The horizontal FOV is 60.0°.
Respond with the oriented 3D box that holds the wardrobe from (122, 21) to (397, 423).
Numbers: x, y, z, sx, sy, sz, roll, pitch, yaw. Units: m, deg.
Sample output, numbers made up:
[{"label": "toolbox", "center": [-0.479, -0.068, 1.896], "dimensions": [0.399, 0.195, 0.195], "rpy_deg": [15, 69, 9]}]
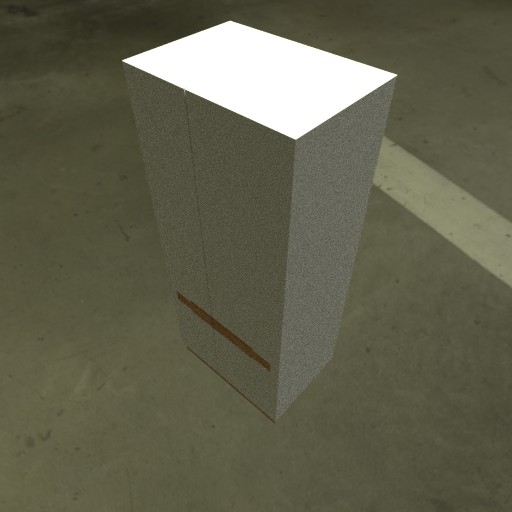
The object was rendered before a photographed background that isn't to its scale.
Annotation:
[{"label": "wardrobe", "center": [0.000, 0.000, 2.406], "dimensions": [0.860, 2.040, 0.600], "rpy_deg": [33, 54, 28]}]
